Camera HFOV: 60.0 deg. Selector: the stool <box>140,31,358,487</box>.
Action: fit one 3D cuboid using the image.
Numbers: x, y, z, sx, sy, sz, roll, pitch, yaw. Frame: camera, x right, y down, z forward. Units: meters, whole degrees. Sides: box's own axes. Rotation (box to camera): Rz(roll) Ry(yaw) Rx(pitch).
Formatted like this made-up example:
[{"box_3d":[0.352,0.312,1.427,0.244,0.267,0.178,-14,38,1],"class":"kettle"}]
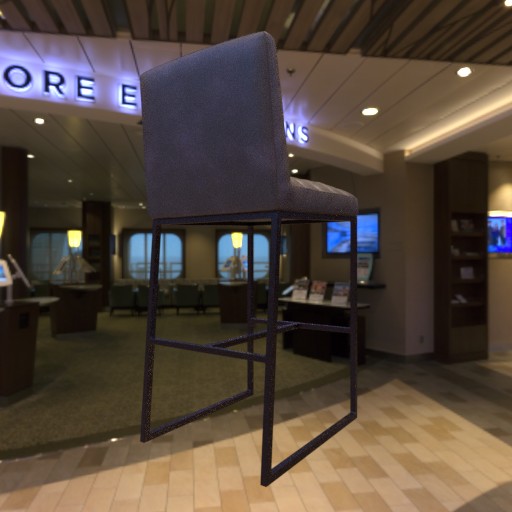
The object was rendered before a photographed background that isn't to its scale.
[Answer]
[{"box_3d":[0.000,0.000,1.365,0.463,1.065,0.562,0,0,35],"class":"stool"}]
